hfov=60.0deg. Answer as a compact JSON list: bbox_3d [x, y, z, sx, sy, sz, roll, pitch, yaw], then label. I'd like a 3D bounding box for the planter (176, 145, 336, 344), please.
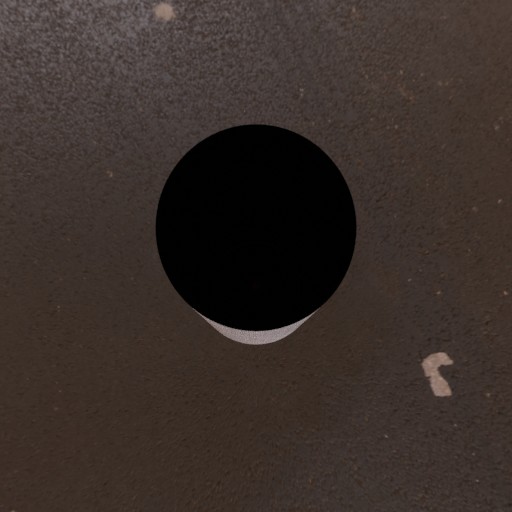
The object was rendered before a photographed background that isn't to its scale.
[{"bbox_3d":[0.000,0.000,0.126,0.045,0.103,0.045,17,77,4],"label":"planter"}]
